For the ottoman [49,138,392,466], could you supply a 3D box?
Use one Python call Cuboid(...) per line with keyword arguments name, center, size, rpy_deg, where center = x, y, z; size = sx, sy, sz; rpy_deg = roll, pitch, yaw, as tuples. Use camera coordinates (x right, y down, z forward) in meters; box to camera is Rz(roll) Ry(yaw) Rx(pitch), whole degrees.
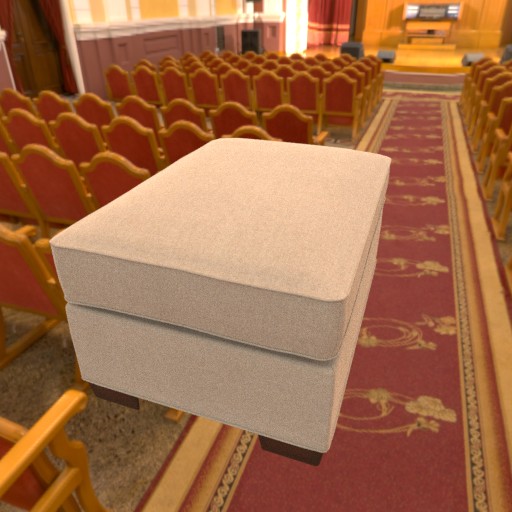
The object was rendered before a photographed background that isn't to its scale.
Cuboid(name="ottoman", center=(0.000, 0.000, 1.241), size=(0.617, 0.503, 0.846), rpy_deg=(10, 31, 17))
